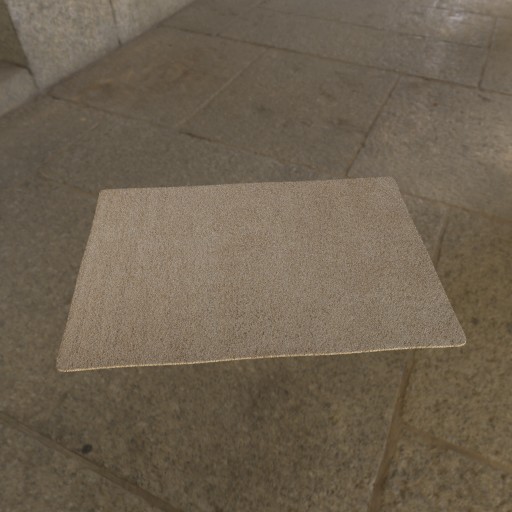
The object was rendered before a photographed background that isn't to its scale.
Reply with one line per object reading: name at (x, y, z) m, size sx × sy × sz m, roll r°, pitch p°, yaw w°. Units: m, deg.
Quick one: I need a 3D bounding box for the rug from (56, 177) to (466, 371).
rug at (0.000, 0.000, 3.475) m, size 2.700 × 0.024 × 1.801 m, roll -3°, pitch 48°, yaw -3°
